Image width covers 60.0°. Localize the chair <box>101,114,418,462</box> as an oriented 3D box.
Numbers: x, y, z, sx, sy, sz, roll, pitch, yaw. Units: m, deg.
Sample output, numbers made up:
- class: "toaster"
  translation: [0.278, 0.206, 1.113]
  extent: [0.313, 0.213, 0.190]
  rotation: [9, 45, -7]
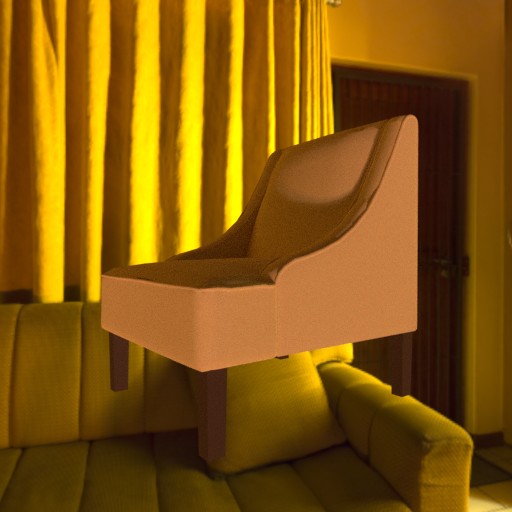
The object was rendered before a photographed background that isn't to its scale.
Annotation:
- class: "chair"
  translation: [0.000, 0.000, 1.436]
  extent: [0.806, 0.886, 0.689]
  rotation: [-1, 1, -37]
